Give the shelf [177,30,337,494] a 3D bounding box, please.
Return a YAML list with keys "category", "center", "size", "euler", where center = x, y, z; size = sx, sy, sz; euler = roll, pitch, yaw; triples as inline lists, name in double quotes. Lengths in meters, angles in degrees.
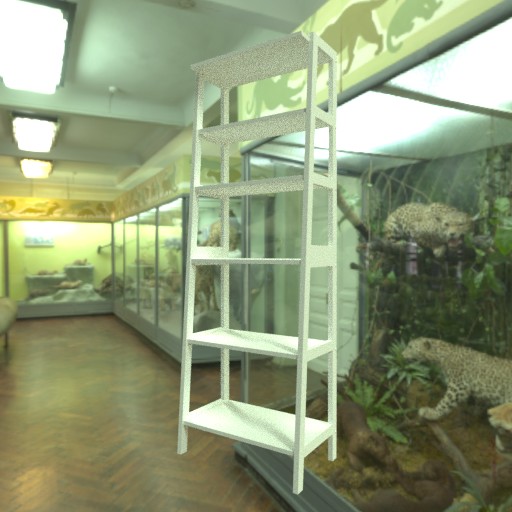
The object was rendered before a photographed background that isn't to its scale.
- category: "shelf"
  center: [0.000, 0.000, 2.094]
  size: [0.660, 1.892, 0.381]
  euler: [0, 1, 34]
